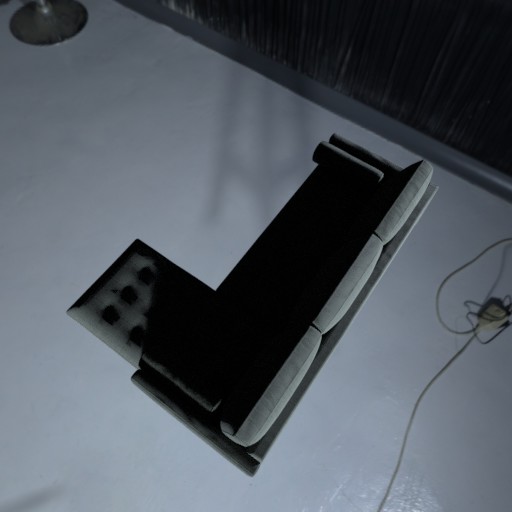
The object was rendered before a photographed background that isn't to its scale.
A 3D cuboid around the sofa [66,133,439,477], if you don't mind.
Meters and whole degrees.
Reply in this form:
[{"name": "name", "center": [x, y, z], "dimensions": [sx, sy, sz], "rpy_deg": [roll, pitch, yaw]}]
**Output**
[{"name": "sofa", "center": [0.000, 0.000, 2.931], "dimensions": [1.506, 0.876, 2.178], "rpy_deg": [32, 67, 15]}]
